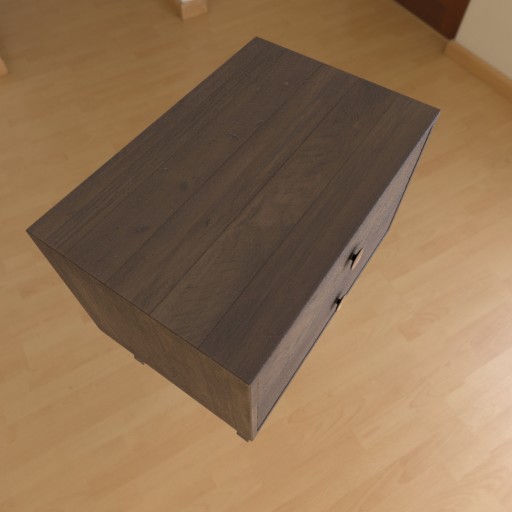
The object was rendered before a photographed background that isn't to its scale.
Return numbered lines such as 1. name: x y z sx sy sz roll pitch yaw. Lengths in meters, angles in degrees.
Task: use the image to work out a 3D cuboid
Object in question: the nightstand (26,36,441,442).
1. nightstand: 0.000 0.000 1.034 0.450 0.599 0.650 30 62 18
